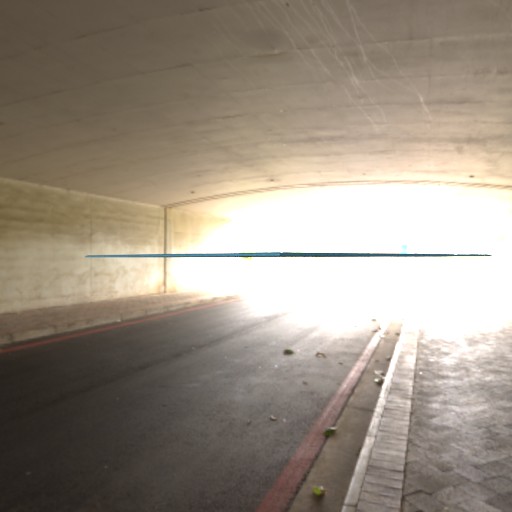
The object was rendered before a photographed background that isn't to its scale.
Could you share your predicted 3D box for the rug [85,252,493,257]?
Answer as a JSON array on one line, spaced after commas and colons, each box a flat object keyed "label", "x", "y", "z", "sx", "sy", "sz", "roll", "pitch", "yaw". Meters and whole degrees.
[{"label": "rug", "x": 0.000, "y": 0.000, "z": 2.302, "sx": 1.211, "sy": 0.012, "sz": 1.833, "roll": 0, "pitch": 0, "yaw": -37}]
